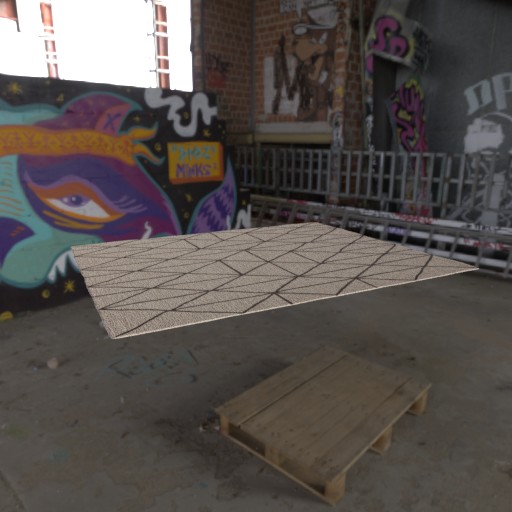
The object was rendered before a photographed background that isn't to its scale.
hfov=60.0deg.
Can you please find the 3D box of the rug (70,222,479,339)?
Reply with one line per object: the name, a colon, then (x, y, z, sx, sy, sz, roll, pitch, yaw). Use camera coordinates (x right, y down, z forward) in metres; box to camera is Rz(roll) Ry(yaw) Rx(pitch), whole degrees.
rug: (0.000, 0.000, 4.170, 3.061, 0.022, 2.468, -7, 16, -26)
